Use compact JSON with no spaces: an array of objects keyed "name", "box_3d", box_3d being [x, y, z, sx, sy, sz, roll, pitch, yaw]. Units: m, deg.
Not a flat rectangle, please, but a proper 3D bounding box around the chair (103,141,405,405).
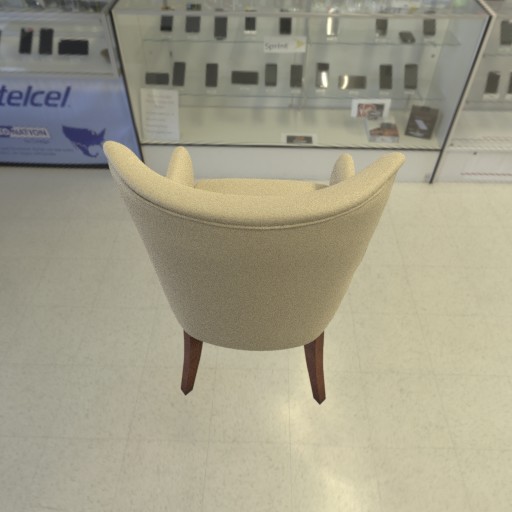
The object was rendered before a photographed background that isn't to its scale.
[{"name":"chair","box_3d":[0.000,0.000,1.381,0.660,0.952,0.686,3,47,3]}]
